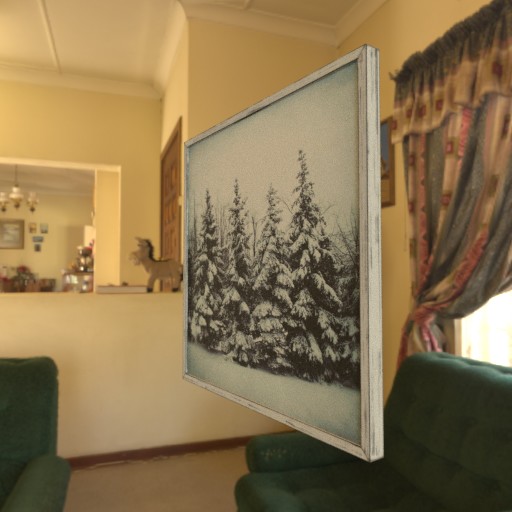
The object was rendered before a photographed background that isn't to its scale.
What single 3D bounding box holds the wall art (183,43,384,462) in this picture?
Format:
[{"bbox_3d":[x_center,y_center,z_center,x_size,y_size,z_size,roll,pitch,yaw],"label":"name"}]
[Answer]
[{"bbox_3d":[0.000,0.000,1.125,0.037,0.761,0.761,2,-3,-35],"label":"wall art"}]
